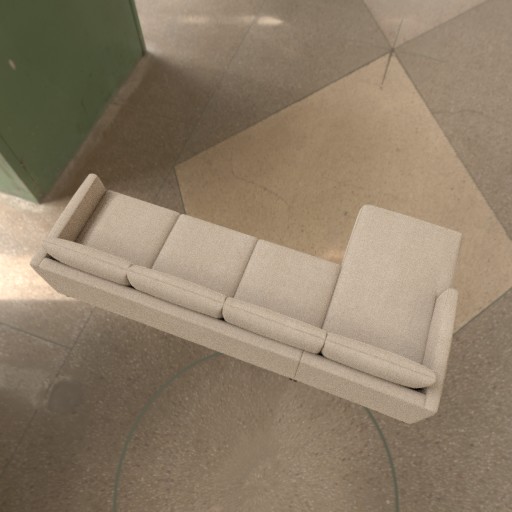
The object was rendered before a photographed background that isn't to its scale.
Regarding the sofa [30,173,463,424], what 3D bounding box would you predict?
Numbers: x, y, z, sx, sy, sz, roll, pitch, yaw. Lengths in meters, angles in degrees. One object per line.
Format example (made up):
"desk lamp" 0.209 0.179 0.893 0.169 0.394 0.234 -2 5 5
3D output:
"sofa" 0.000 0.000 3.388 2.923 0.816 1.469 18 64 9
